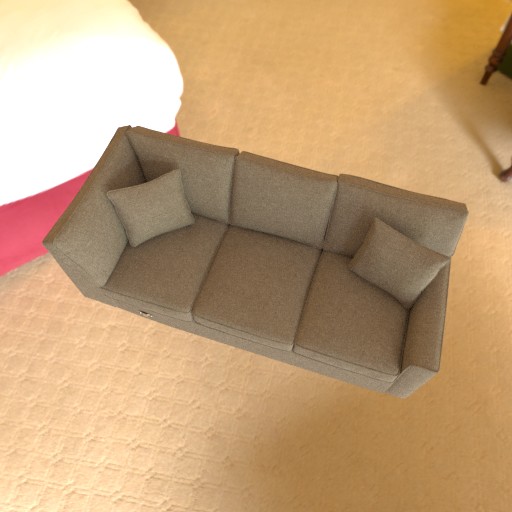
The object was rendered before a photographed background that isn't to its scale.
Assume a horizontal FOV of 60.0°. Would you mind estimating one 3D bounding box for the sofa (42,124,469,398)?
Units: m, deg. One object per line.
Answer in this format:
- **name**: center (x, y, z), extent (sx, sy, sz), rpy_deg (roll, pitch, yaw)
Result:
- **sofa**: center (0.000, 0.000, 2.853), extent (2.317, 0.962, 1.061), rpy_deg (16, 60, 9)
